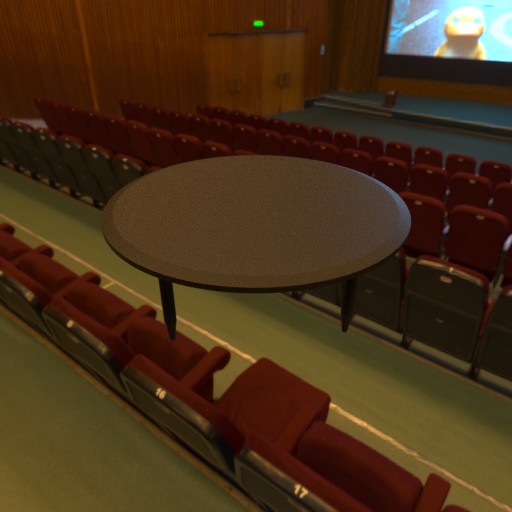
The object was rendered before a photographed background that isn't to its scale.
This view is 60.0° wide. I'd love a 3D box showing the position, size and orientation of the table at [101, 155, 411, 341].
[{"bbox_3d":[0.000,0.000,1.440,0.900,0.400,0.900,0,31,0],"label":"table"}]
